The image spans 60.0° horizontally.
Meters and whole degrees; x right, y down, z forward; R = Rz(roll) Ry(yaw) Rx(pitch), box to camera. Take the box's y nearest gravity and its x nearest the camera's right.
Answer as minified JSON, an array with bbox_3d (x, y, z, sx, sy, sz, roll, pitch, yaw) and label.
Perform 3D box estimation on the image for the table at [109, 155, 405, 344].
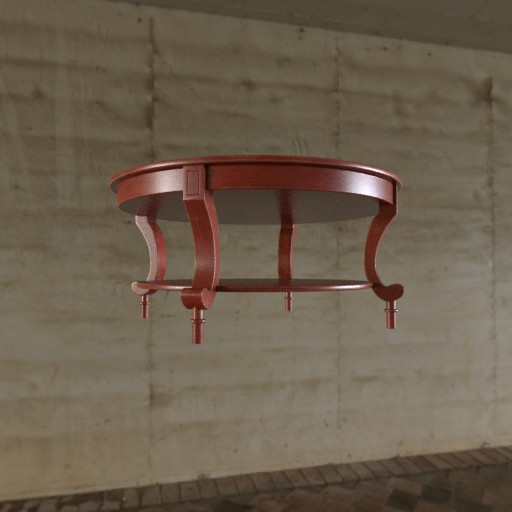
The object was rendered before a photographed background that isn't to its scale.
[{"bbox_3d":[0.000,0.000,1.624,1.029,0.486,1.029,0,-2,0],"label":"table"}]
